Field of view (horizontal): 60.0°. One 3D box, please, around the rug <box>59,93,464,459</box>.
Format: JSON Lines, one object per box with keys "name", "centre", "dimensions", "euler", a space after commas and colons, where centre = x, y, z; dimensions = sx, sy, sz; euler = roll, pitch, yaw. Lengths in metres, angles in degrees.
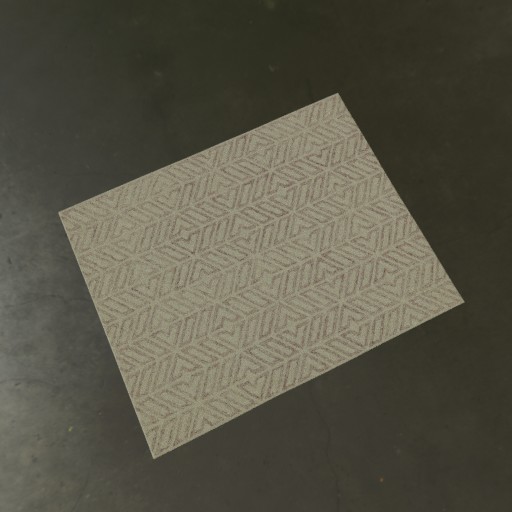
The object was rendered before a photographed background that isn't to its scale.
{"name": "rug", "centre": [0.000, 0.000, 4.140], "dimensions": [3.045, 0.008, 2.421], "euler": [-25, 76, -6]}
